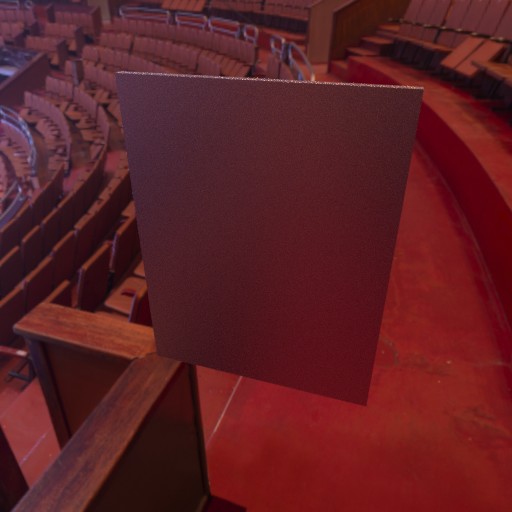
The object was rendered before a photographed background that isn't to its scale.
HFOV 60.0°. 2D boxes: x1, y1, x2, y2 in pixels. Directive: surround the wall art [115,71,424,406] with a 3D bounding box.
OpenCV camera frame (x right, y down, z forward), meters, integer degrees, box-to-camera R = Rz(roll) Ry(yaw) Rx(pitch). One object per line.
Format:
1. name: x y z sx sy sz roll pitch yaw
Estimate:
1. wall art: 0.000 0.000 1.397 0.816 1.046 0.030 9 32 16
